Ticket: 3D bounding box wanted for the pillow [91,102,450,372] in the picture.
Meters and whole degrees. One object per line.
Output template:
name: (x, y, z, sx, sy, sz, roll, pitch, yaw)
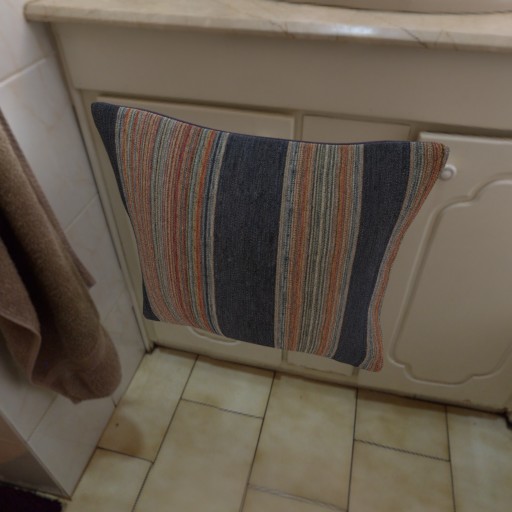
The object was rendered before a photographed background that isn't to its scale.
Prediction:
pillow: (0.000, 0.000, 0.649, 0.437, 0.419, 0.136, 11, 43, 12)
